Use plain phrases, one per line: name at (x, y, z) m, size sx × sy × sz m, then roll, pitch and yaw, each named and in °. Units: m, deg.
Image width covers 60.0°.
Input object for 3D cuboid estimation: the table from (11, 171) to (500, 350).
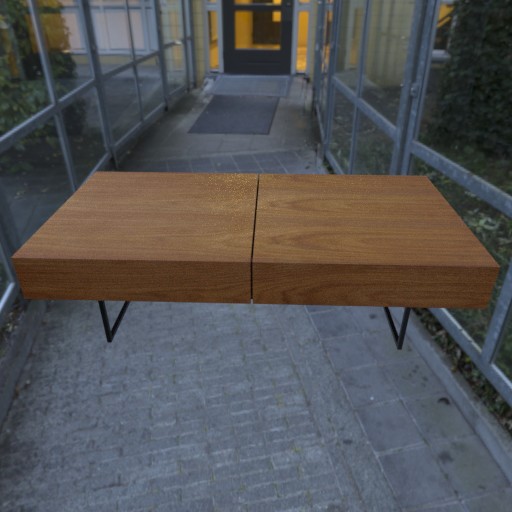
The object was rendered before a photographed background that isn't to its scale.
table at (0.000, 0.000, 1.426) m, size 1.194 × 0.330 × 0.610 m, roll 1°, pitch 31°, yaw 2°
